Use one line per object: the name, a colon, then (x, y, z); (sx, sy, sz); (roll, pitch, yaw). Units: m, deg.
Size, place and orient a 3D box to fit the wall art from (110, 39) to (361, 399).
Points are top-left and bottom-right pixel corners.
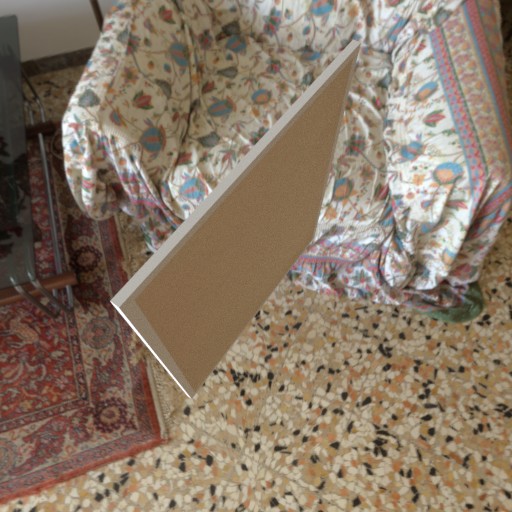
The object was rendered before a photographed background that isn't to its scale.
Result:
wall art: (0.000, 0.000, 0.778); (0.012, 0.557, 0.482); (33, 68, 15)
